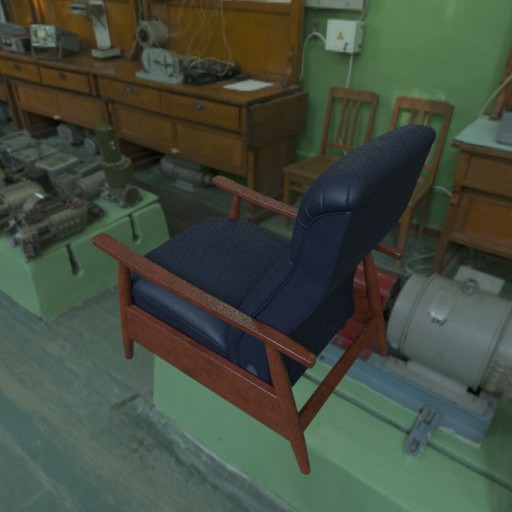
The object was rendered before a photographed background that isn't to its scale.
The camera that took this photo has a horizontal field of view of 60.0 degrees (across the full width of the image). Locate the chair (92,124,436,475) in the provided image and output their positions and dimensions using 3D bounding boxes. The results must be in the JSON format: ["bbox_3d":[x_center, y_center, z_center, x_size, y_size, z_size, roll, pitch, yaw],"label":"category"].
[{"bbox_3d":[0.000,0.000,1.746,1.014,1.082,0.762,22,39,29],"label":"chair"}]
